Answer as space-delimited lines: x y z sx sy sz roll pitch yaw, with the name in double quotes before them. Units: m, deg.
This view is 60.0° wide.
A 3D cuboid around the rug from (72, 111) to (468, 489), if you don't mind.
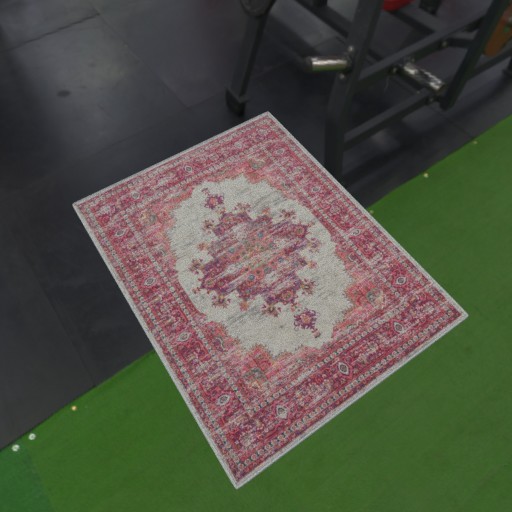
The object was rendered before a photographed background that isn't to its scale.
"rug" 0.000 0.000 4.223 2.447 0.017 3.123 -30 64 -16
